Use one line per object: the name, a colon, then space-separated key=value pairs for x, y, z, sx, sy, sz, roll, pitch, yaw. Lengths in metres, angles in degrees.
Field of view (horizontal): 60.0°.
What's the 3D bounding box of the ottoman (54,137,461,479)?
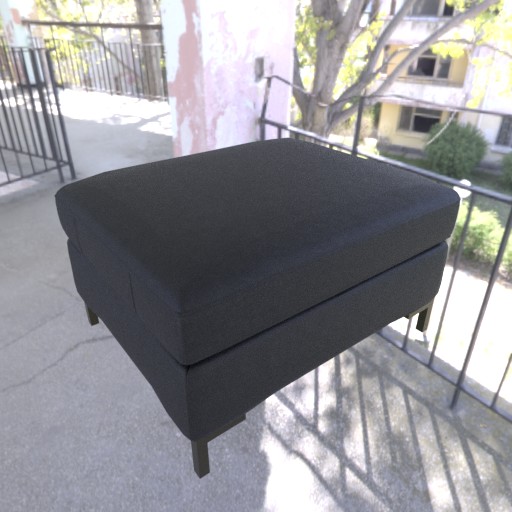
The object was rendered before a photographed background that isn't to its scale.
ottoman: x=0.000 y=0.000 z=1.753 sx=1.187 sy=0.696 sz=0.967 roll=-21 pitch=35 yaw=-32
